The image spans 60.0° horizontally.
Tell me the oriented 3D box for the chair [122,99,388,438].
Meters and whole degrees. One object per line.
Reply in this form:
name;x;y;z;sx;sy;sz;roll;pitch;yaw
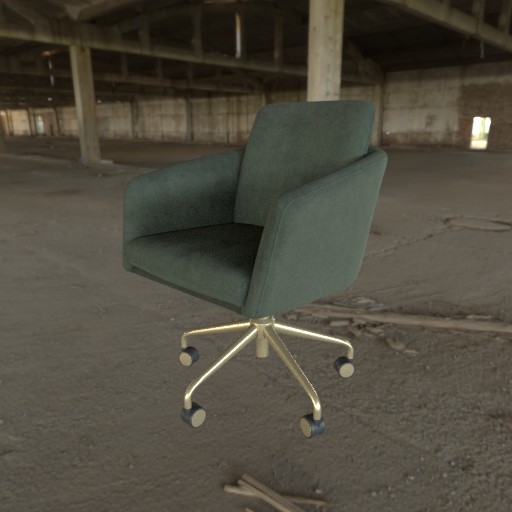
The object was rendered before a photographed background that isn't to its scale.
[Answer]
chair;0.000;0.000;1.347;0.641;0.908;0.635;15;22;41
